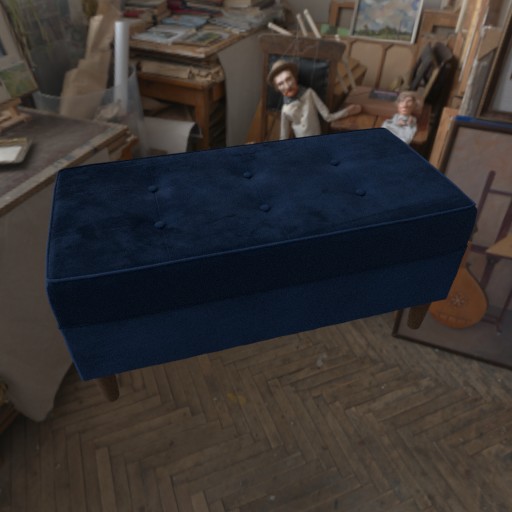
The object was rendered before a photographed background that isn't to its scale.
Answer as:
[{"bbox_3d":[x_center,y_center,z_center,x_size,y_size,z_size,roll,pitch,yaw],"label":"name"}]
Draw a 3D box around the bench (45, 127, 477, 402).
[{"bbox_3d":[0.000,0.000,1.274,1.010,0.467,0.489,-10,41,-12],"label":"bench"}]
